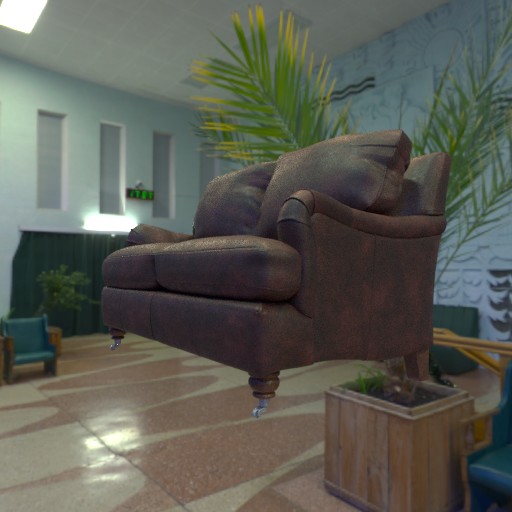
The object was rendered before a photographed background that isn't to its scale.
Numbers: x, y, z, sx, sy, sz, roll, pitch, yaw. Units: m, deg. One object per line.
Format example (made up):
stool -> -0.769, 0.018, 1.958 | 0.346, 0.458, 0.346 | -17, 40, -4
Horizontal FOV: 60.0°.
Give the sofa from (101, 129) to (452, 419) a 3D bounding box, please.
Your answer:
sofa -> 0.000, 0.000, 2.283 | 1.148, 1.070, 1.628 | 1, -2, -36
